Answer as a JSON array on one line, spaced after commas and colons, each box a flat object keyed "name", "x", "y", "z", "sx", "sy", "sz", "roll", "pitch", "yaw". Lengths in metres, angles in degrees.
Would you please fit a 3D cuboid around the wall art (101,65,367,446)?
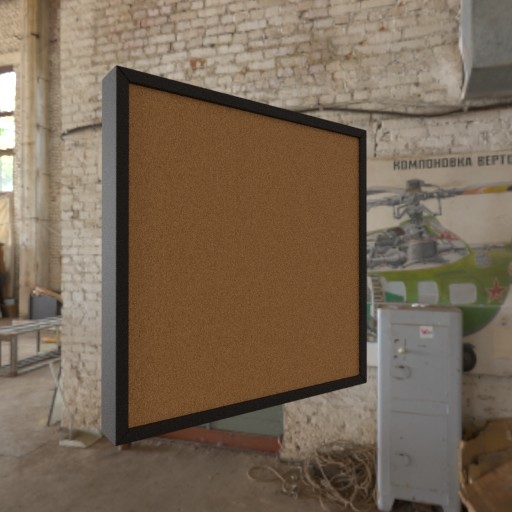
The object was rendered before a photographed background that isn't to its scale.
[{"name": "wall art", "x": 0.000, "y": 0.000, "z": 0.458, "sx": 0.305, "sy": 0.305, "sz": 0.037, "roll": 0, "pitch": 0, "yaw": -36}]
